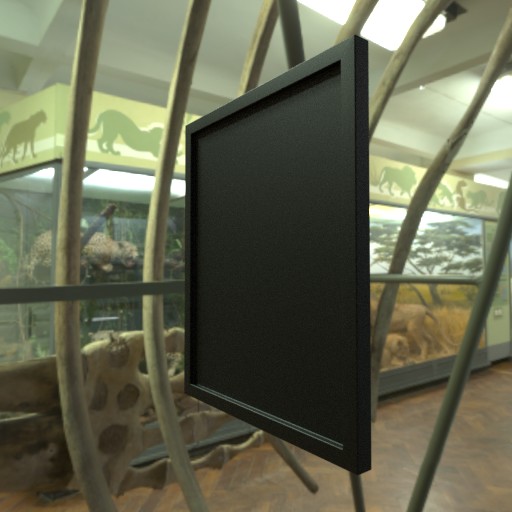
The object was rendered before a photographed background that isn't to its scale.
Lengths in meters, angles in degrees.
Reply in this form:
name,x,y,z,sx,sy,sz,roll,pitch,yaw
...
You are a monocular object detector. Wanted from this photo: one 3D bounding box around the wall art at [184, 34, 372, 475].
name,x,y,z,sx,sy,sz,roll,pitch,yaw
wall art,0.000,0.000,0.750,0.028,0.559,0.457,1,-2,-37
